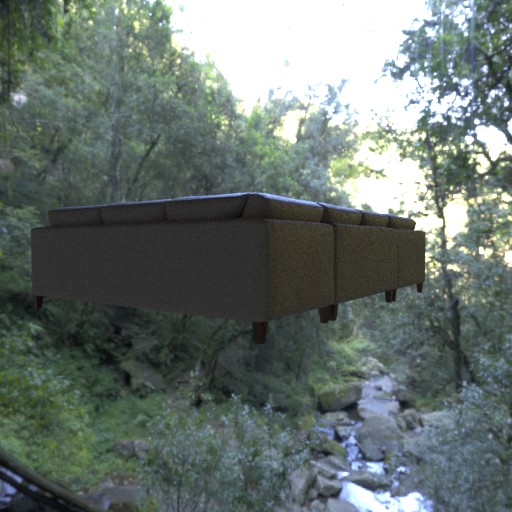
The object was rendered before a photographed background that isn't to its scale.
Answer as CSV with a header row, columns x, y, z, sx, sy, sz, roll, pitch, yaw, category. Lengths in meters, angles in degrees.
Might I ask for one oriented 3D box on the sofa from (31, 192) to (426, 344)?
x,y,z,sx,sy,sz,roll,pitch,yaw,category
0.000,0.000,4.553,2.551,0.889,3.403,1,2,35,sofa
